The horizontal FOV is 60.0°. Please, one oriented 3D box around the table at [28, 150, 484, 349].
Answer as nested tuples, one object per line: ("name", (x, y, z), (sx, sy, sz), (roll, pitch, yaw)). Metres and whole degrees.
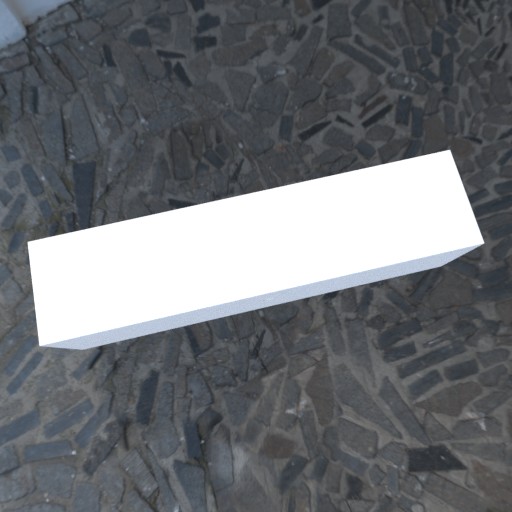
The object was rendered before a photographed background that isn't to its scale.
("table", (0.000, 0.000, 1.849), (1.650, 0.420, 0.390), (-13, 77, -3))
